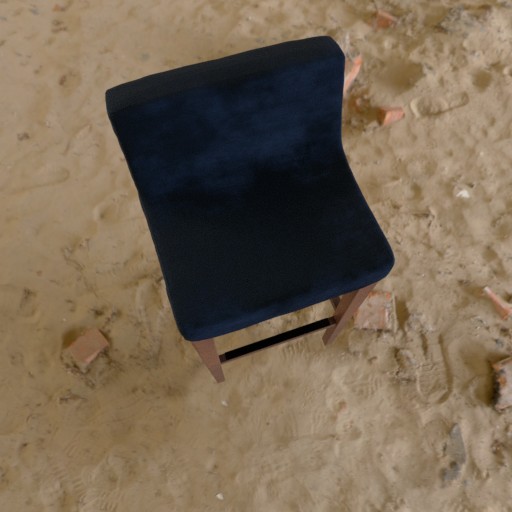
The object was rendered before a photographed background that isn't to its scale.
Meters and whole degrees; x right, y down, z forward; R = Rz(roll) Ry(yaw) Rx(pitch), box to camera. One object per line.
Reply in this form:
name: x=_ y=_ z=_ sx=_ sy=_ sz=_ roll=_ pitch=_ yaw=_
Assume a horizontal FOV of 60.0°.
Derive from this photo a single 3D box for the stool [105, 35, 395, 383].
stool: x=0.000 y=0.000 z=1.295 sx=0.511 sy=1.037 sz=0.500 roll=-17 pitch=67 yaw=-8
